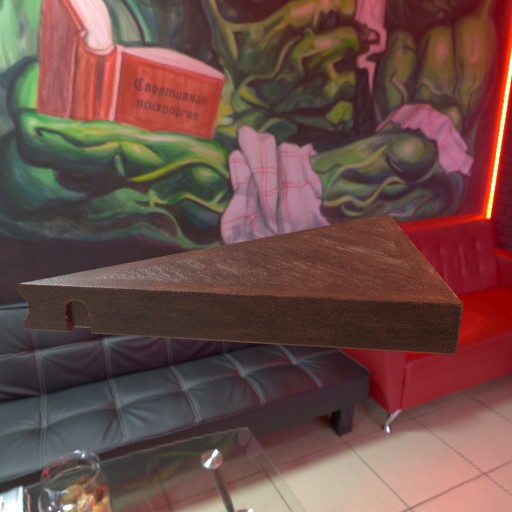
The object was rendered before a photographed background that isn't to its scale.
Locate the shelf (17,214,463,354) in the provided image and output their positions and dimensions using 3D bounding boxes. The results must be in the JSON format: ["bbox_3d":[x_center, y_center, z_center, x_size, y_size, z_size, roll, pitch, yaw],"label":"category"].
[{"bbox_3d":[0.000,0.000,0.435,0.296,0.035,0.296,2,16,7],"label":"shelf"}]
